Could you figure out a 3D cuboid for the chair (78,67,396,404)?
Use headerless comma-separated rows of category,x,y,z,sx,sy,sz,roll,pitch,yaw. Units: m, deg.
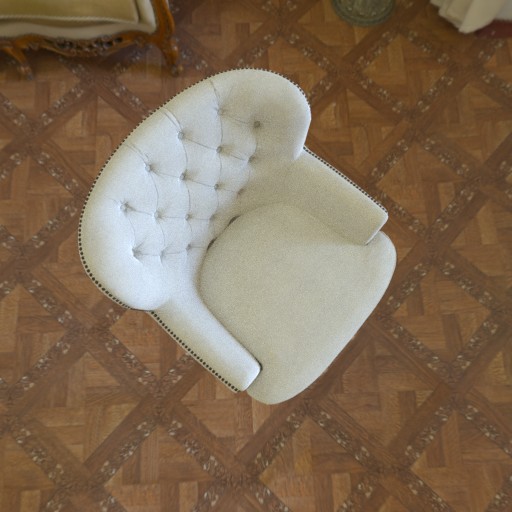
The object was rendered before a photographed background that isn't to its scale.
chair,0.000,0.000,1.622,0.906,0.868,0.848,40,79,9
